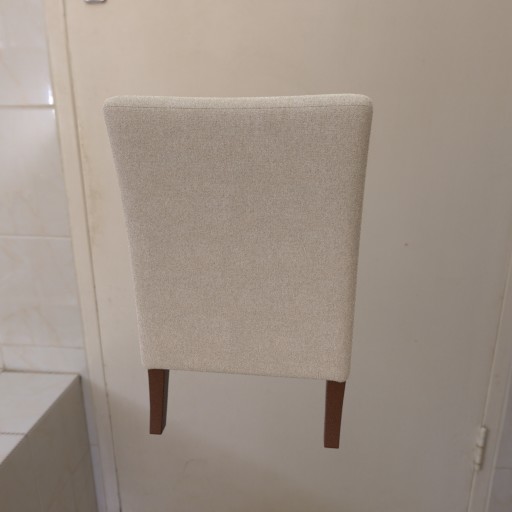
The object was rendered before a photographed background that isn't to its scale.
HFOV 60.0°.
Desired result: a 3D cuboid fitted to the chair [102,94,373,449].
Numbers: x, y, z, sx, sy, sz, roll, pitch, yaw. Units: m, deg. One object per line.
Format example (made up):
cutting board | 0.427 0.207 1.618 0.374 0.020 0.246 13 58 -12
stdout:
chair | 0.000 0.000 1.276 0.521 0.833 0.754 2 17 7
